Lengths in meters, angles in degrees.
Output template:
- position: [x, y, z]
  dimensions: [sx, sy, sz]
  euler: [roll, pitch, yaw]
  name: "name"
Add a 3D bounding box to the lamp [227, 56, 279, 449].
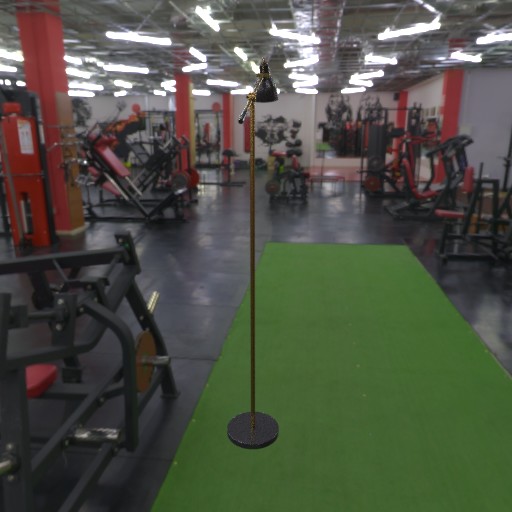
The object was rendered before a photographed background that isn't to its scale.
- position: [0.000, 0.000, 1.892]
  dimensions: [0.235, 1.628, 0.618]
  euler: [3, 16, 9]
  name: "lamp"
